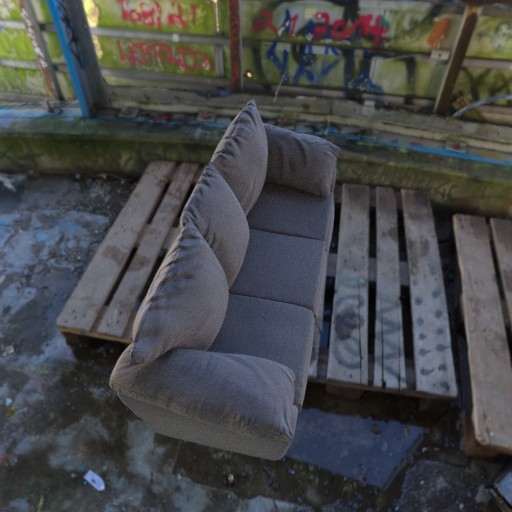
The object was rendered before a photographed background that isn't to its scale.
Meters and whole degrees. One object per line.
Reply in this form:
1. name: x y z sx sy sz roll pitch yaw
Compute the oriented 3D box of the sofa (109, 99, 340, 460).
1. sofa: 0.000 0.000 2.872 0.927 1.043 2.390 9 48 8
